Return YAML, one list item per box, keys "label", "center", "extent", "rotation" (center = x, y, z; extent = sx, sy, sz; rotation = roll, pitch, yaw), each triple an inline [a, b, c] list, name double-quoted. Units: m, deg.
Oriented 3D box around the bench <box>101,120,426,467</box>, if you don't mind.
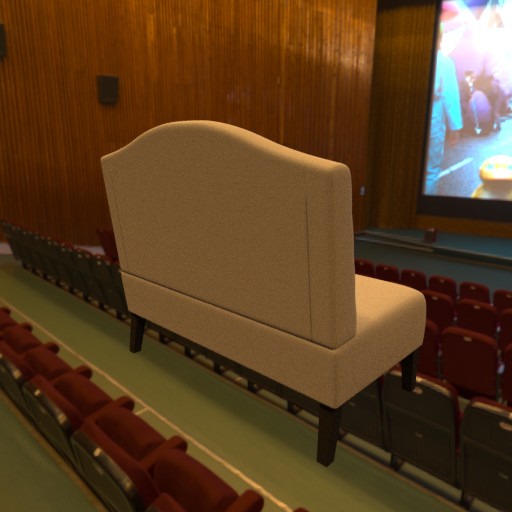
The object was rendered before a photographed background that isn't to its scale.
- label: "bench"
  center: [0.000, 0.000, 2.060]
  extent: [1.335, 1.180, 0.815]
  rotation: [13, 20, 42]
